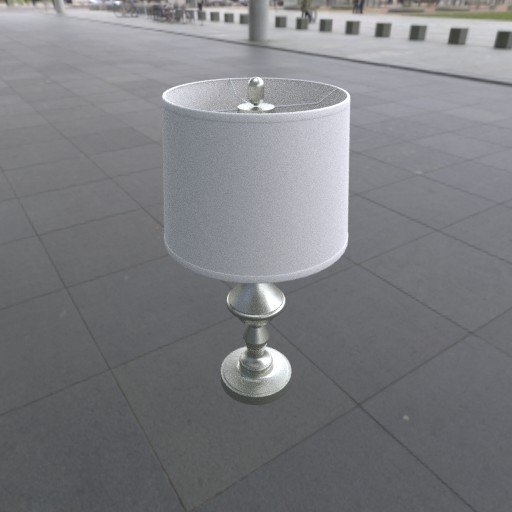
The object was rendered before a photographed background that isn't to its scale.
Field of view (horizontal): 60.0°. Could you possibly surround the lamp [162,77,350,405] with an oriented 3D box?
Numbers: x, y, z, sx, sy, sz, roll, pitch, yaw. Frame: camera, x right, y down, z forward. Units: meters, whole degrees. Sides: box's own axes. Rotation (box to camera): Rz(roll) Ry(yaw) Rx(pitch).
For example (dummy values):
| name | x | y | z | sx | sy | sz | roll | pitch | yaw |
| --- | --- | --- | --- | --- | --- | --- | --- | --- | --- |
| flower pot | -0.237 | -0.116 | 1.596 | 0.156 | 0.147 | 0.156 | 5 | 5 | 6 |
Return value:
| name | x | y | z | sx | sy | sz | roll | pitch | yaw |
| --- | --- | --- | --- | --- | --- | --- | --- | --- | --- |
| lamp | 0.000 | 0.000 | 0.967 | 0.383 | 0.733 | 0.383 | 0 | 31 | 0 |
